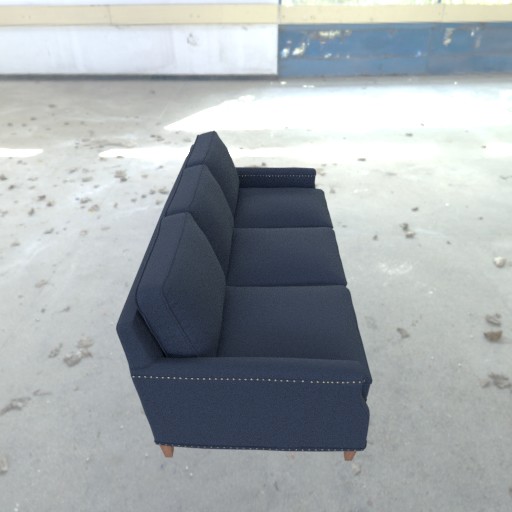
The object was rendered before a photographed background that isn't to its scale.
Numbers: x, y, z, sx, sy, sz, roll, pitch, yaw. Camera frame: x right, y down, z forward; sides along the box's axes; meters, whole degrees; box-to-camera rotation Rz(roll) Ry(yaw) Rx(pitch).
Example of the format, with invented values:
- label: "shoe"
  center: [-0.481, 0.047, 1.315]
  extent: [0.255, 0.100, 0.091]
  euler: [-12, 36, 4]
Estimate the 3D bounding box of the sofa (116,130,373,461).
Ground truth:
- label: "sofa"
  center: [0.000, 0.000, 2.809]
  extent: [1.084, 1.003, 2.246]
  euler: [1, 33, 1]
